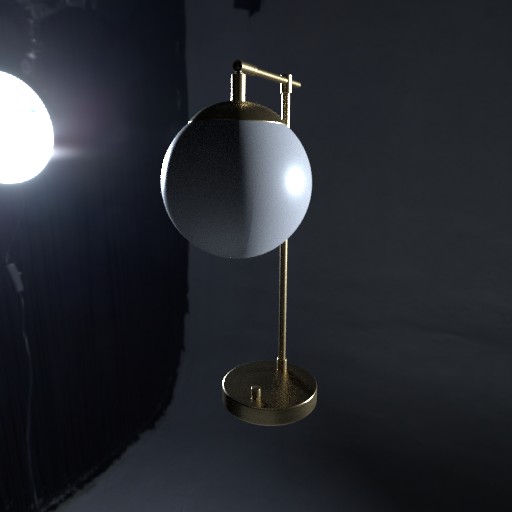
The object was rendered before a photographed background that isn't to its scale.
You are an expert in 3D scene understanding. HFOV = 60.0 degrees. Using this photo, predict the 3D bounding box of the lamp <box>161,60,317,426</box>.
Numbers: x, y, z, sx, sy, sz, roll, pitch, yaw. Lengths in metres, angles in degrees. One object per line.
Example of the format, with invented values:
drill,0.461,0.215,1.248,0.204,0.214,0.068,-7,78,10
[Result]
lamp,0.000,0.000,0.695,0.207,0.559,0.324,7,16,26
